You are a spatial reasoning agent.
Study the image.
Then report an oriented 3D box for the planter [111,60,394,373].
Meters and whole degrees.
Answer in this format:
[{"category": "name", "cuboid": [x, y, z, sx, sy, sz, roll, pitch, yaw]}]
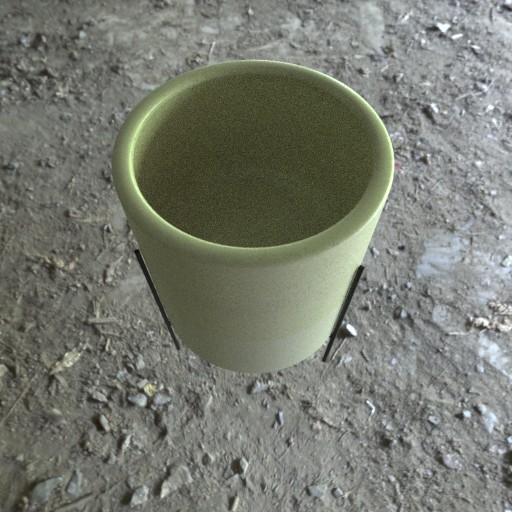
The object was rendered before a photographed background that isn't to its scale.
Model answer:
[{"category": "planter", "cuboid": [0.000, 0.000, 0.713, 0.333, 0.483, 0.324, 31, 63, 17]}]
